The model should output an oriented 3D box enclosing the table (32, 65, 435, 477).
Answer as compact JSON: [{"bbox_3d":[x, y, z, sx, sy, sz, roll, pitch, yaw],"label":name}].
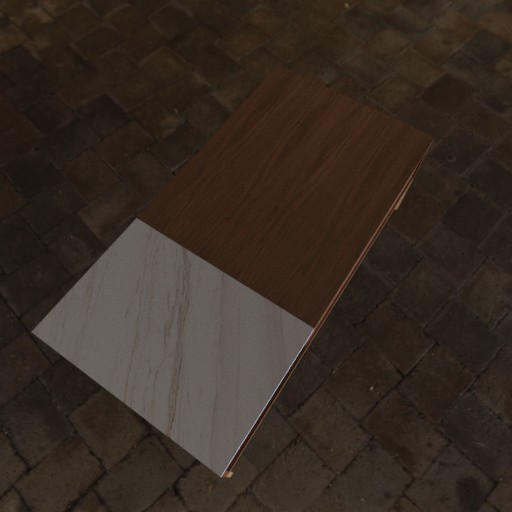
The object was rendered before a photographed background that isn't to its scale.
[{"bbox_3d":[0.000,0.000,1.937,0.789,0.551,1.553,31,67,14],"label":"table"}]
